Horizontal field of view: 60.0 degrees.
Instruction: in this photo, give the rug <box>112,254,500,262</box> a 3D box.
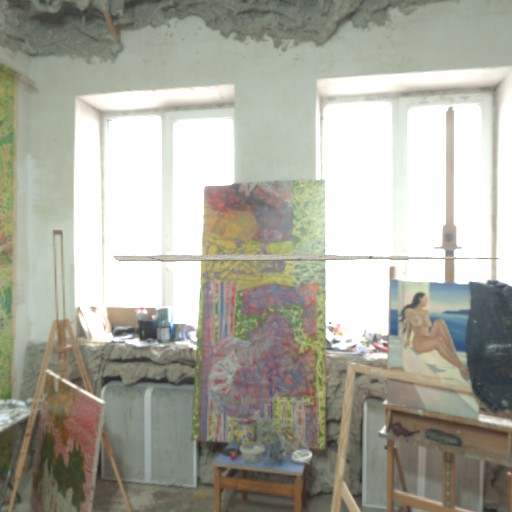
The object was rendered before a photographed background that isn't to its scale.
[{"bbox_3d":[0.000,0.000,4.024,2.468,0.022,3.061,0,1,-18],"label":"rug"}]
